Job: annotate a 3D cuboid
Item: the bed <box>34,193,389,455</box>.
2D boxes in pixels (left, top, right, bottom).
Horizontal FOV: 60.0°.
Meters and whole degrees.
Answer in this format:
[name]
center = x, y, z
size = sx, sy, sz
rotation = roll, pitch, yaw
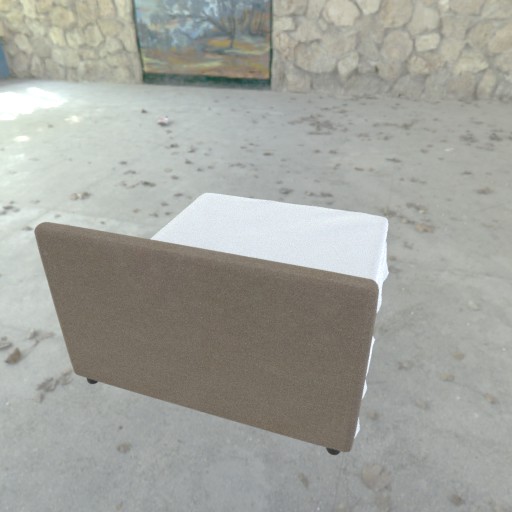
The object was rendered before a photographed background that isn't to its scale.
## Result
[bed]
center = 0.000, 0.000, 3.633
size = 2.119, 1.317, 2.341
rotation = 10, 32, 16
